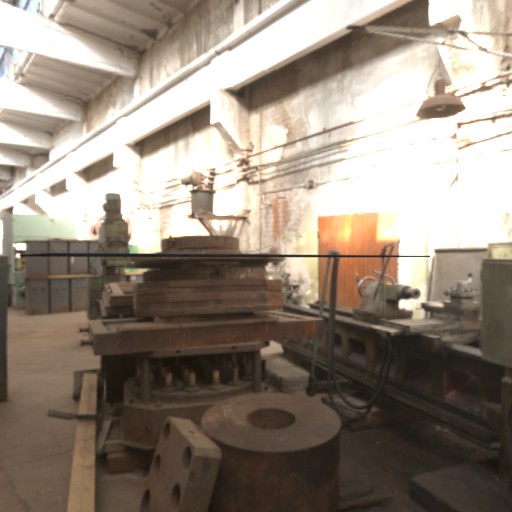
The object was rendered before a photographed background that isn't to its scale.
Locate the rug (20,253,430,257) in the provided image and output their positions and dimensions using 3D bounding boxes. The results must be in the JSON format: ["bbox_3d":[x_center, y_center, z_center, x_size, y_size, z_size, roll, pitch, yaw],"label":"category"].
[{"bbox_3d":[0.000,0.000,2.677,2.448,0.012,0.769,0,0,-36],"label":"rug"}]
